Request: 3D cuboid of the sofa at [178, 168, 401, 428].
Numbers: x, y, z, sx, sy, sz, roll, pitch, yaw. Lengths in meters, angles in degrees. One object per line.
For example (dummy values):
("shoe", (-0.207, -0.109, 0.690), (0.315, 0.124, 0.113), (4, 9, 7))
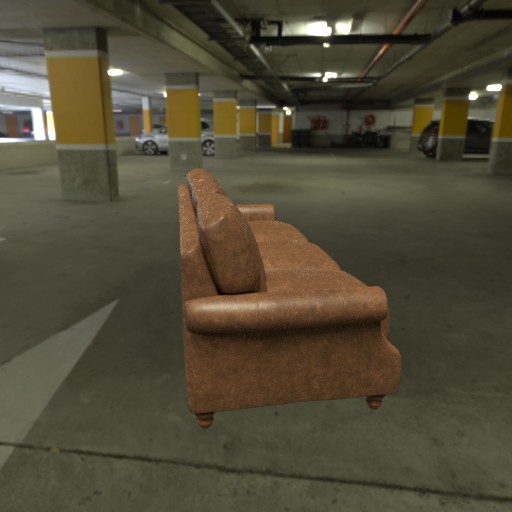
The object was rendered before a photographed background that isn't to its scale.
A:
("sofa", (0.000, 0.000, 2.873), (0.973, 0.977, 2.351), (-3, 16, -10))
